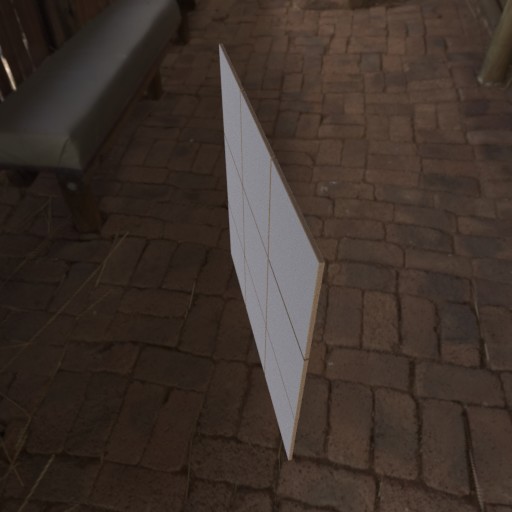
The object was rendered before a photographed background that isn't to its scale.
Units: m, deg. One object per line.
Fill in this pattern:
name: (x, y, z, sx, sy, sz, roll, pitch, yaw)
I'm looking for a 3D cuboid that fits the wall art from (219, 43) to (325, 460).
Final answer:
wall art: (0.000, 0.000, 2.257, 0.017, 1.521, 1.527, -10, 47, -9)
